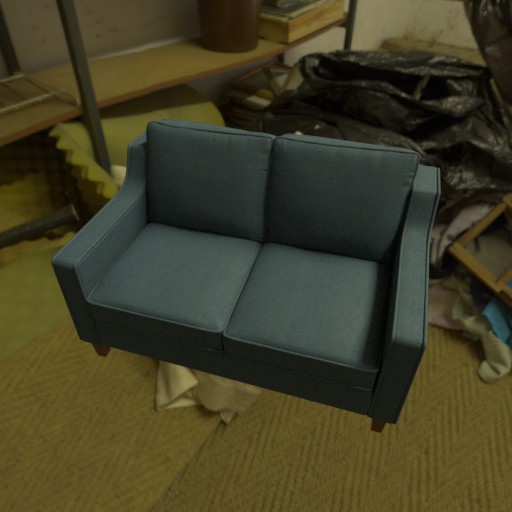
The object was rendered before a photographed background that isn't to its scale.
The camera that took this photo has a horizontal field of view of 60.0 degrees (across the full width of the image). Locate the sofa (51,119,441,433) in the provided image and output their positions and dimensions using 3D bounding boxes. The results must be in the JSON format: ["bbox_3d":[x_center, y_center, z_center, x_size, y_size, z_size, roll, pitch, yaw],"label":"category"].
[{"bbox_3d":[0.000,0.000,2.107,1.501,0.971,0.987,11,42,13],"label":"sofa"}]
